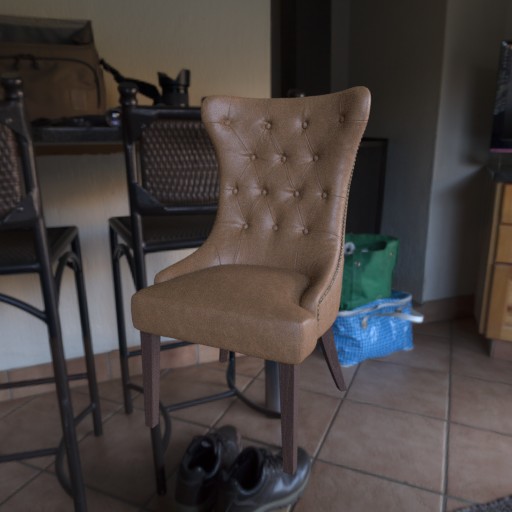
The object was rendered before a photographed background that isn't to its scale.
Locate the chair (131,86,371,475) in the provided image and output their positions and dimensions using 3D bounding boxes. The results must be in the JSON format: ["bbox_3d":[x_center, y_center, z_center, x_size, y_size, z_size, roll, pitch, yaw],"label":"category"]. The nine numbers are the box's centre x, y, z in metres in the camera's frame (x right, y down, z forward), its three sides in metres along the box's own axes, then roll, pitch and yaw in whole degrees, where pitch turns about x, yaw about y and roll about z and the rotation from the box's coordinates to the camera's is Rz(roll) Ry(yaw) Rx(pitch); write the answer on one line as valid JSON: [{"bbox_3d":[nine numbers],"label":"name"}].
[{"bbox_3d":[0.000,0.000,1.451,0.611,1.065,0.669,7,15,25],"label":"chair"}]
